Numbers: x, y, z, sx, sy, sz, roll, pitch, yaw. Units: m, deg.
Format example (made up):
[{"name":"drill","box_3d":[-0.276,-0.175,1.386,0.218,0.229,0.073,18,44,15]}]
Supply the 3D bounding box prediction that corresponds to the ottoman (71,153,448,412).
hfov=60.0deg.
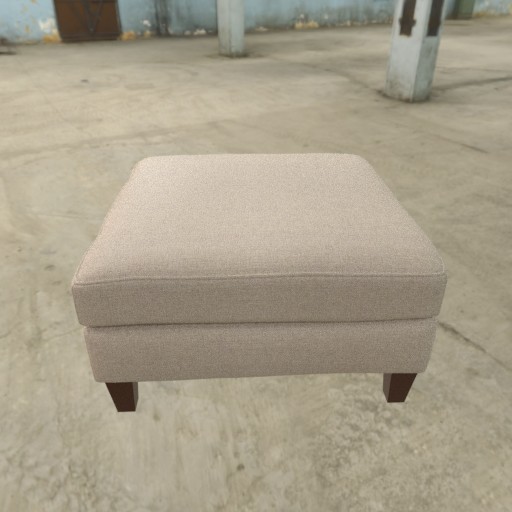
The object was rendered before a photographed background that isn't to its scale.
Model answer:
[{"name":"ottoman","box_3d":[0.000,0.000,1.378,0.838,0.481,0.838,-1,31,-2]}]
